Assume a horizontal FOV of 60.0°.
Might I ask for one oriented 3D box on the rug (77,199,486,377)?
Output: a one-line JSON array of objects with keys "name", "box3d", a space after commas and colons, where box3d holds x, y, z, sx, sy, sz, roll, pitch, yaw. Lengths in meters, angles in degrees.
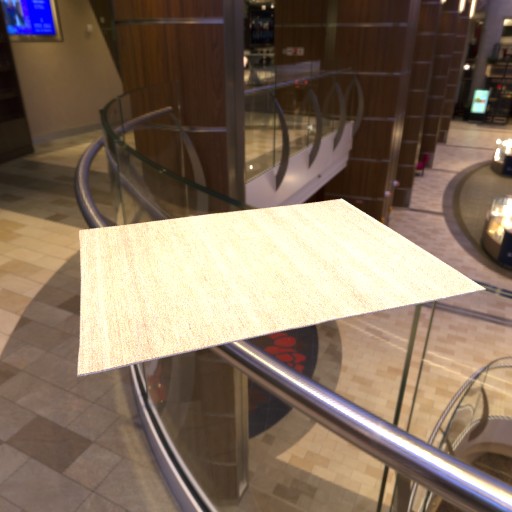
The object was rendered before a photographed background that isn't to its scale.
[{"name": "rug", "box3d": [0.000, 0.000, 4.274, 3.245, 0.046, 2.467, -9, 27, -17]}]
